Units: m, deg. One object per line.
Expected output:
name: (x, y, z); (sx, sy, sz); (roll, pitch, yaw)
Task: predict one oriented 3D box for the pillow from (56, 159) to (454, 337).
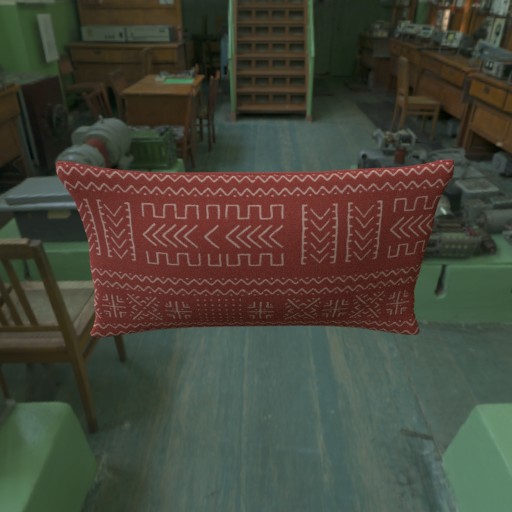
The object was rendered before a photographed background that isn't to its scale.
pillow: (0.000, 0.000, 0.788); (0.640, 0.352, 0.130); (-1, 31, -1)
